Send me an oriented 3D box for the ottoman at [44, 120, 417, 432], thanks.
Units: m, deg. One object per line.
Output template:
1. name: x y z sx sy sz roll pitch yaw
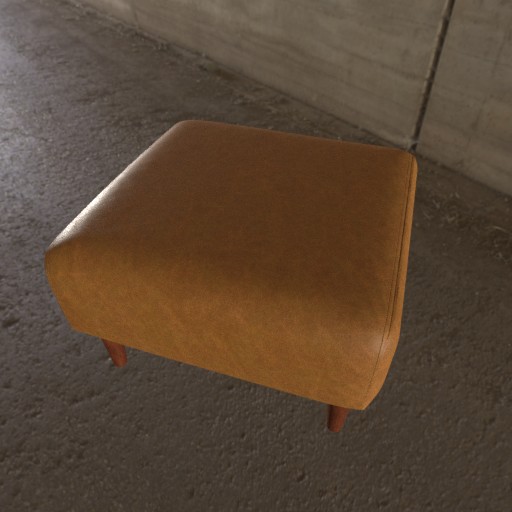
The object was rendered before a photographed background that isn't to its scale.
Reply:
1. ottoman: 0.000 0.000 1.055 0.650 0.399 0.650 12 43 14
